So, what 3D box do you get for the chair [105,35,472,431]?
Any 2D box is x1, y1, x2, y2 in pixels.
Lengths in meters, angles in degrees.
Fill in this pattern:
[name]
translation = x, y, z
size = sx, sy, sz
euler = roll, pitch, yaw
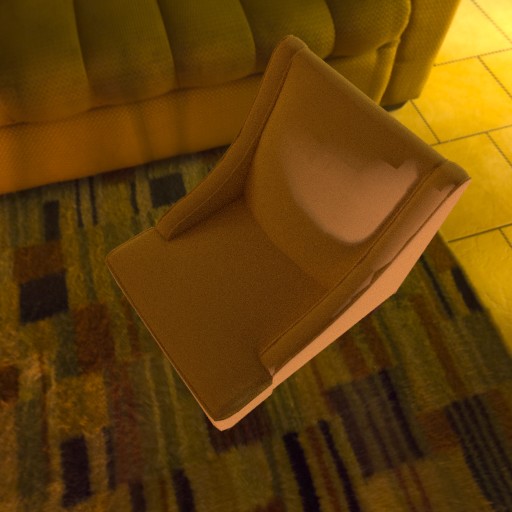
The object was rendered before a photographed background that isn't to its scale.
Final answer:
[chair]
translation = 0.000, 0.000, 1.435
size = 0.806, 0.886, 0.689
euler = -34, 67, -17
